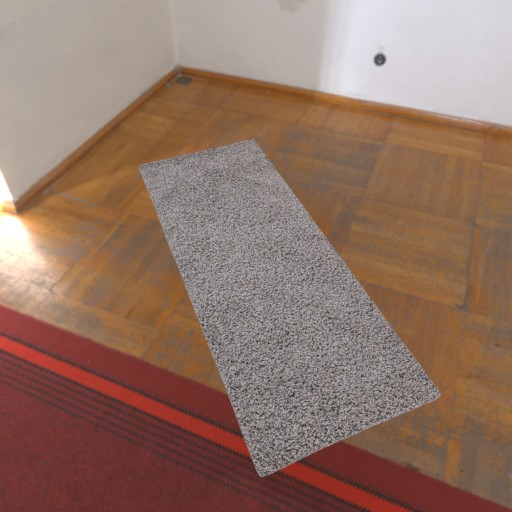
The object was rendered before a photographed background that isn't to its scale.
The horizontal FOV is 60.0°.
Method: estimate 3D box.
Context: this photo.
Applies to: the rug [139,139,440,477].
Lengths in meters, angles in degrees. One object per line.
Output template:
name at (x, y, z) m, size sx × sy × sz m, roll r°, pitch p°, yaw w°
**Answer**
rug at (0.000, 0.000, 1.761) m, size 0.609 × 0.030 × 1.524 m, roll -17°, pitch 50°, yaw -15°
